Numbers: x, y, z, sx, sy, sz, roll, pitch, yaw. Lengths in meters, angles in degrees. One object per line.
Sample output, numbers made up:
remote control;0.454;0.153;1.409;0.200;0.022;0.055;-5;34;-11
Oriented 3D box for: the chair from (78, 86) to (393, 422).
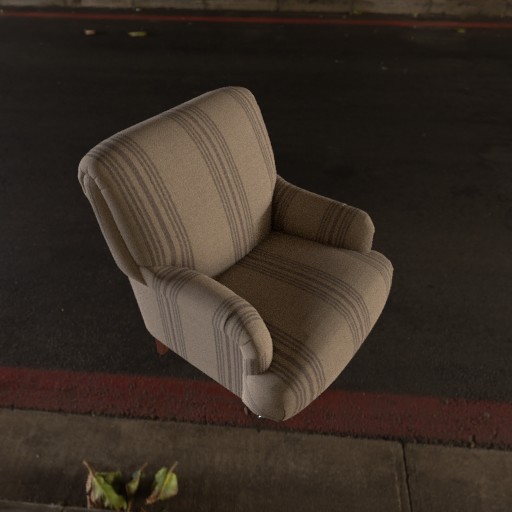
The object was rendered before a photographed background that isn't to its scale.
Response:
chair;0.000;0.000;1.638;0.914;0.940;0.813;27;48;27
